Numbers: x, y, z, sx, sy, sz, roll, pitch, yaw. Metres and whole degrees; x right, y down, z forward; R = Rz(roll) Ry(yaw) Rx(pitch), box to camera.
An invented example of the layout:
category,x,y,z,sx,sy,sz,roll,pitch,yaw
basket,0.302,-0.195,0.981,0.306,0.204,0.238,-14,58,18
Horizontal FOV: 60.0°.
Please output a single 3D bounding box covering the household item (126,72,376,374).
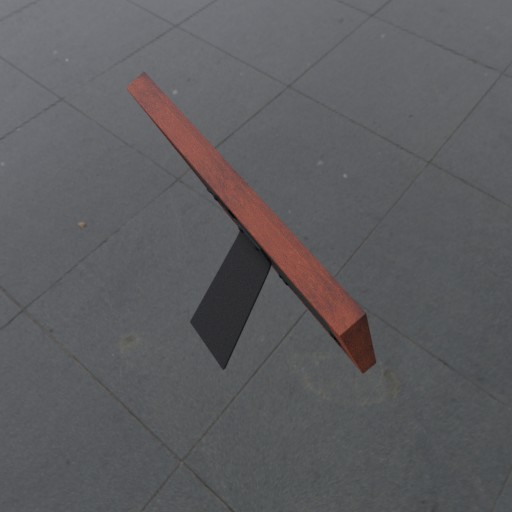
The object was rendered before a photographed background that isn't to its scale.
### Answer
category,x,y,z,sx,sy,sz,roll,pitch,yaw
household item,0.000,0.000,0.387,0.131,0.240,0.240,-32,64,-18
